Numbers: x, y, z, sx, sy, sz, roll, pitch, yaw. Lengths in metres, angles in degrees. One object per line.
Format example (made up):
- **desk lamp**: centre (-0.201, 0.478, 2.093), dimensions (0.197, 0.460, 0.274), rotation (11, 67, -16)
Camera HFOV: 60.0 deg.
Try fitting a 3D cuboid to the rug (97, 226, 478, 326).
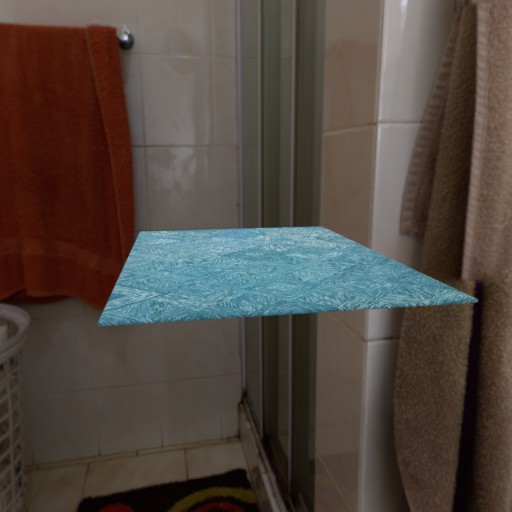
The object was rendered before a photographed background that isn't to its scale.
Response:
- **rug**: centre (0.000, 0.000, 4.262), dimensions (2.405, 0.027, 3.217), rotation (-2, 13, -10)
